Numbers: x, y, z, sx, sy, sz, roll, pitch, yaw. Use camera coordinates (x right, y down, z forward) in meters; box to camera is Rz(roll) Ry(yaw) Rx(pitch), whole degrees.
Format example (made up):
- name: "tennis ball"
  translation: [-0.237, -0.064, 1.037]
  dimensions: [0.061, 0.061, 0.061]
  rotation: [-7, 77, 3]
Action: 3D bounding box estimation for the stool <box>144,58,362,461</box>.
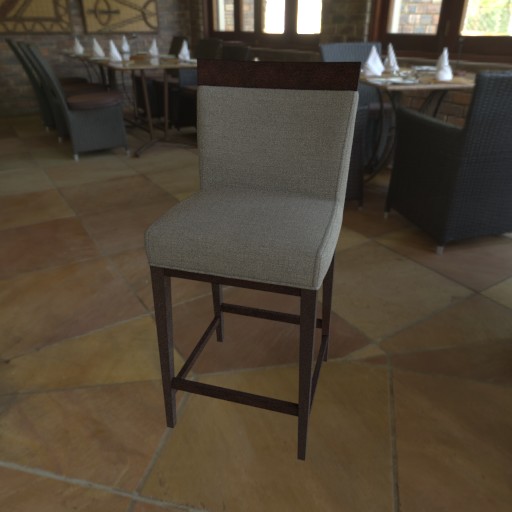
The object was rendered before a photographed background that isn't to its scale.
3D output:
- name: "stool"
  translation: [0.000, 0.000, 1.408]
  dimensions: [0.511, 1.117, 0.531]
  rotation: [8, 28, 14]
